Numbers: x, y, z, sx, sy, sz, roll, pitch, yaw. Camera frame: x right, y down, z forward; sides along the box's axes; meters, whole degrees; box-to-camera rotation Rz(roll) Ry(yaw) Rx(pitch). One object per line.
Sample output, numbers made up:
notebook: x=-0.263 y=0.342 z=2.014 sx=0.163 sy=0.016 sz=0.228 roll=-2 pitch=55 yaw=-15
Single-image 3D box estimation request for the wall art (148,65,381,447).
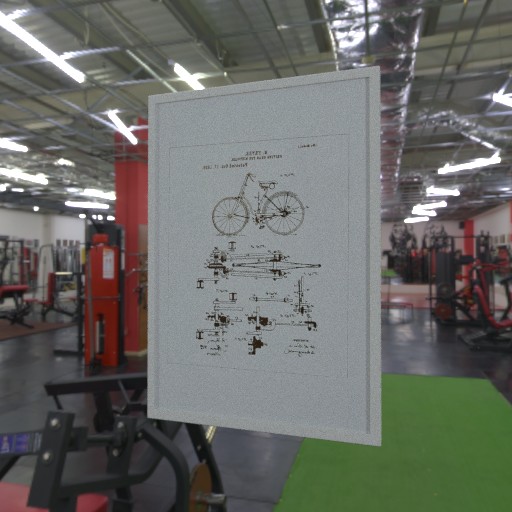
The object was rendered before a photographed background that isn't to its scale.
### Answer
wall art: x=0.000 y=0.000 z=0.612 sx=0.332 sy=0.477 sz=0.015 roll=0 pitch=-1 yaw=18
